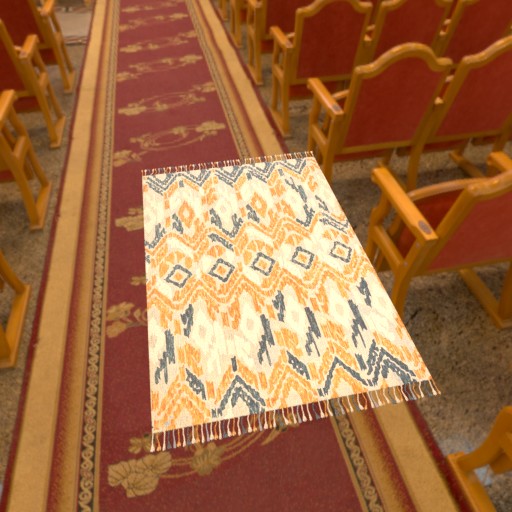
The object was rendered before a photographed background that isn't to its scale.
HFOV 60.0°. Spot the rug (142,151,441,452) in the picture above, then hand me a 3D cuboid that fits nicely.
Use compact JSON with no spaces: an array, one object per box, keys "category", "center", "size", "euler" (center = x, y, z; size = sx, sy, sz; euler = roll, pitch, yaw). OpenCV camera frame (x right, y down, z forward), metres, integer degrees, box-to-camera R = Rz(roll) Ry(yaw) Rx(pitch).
[{"category":"rug","center":[0.000,0.000,3.082],"size":[1.533,0.010,2.428],"euler":[-8,46,-8]}]
